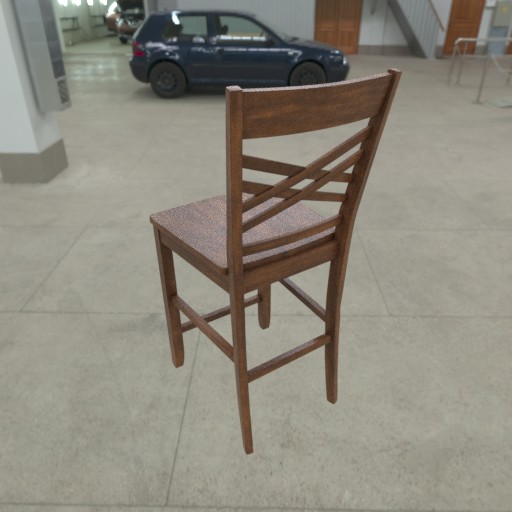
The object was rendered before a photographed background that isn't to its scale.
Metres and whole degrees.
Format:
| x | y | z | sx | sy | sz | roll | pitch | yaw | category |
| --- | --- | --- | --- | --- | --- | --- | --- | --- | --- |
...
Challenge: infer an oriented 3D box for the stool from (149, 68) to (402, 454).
| x | y | z | sx | sy | sz | roll | pitch | yaw | category |
| --- | --- | --- | --- | --- | --- | --- | --- | --- | --- |
| 0.000 | 0.000 | 1.349 | 0.462 | 1.079 | 0.539 | -19 | 35 | -29 | stool |
